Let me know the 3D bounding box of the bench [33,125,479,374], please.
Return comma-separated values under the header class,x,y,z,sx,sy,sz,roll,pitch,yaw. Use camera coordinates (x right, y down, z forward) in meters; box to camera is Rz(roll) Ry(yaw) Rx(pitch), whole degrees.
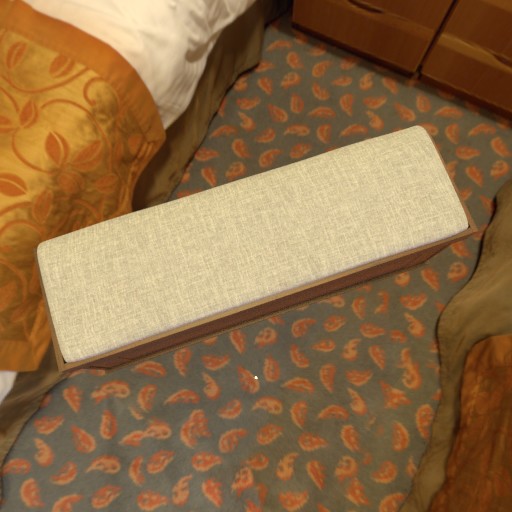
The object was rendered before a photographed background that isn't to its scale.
class,x,y,z,sx,sy,sz,roll,pitch,yaw
bench,0.000,0.000,1.431,1.196,0.468,0.367,-18,75,-5
